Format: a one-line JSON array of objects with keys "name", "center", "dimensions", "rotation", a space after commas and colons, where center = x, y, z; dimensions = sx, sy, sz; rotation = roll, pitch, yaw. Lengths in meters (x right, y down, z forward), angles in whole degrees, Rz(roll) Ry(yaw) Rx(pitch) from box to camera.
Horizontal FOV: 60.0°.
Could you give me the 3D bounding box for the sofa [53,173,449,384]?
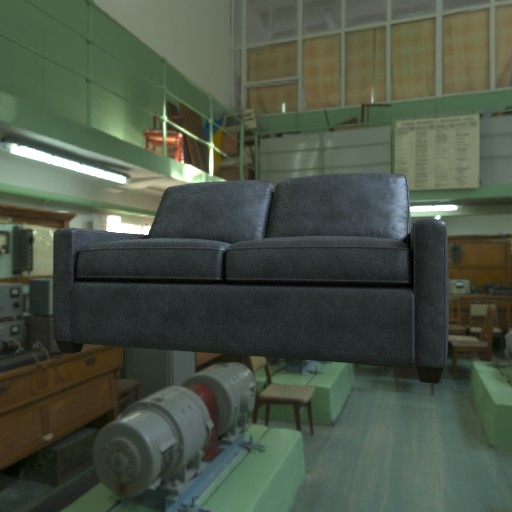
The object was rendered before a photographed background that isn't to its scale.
[{"name": "sofa", "center": [0.000, 0.000, 2.254], "dimensions": [1.732, 0.916, 0.939], "rotation": [0, 0, 18]}]
